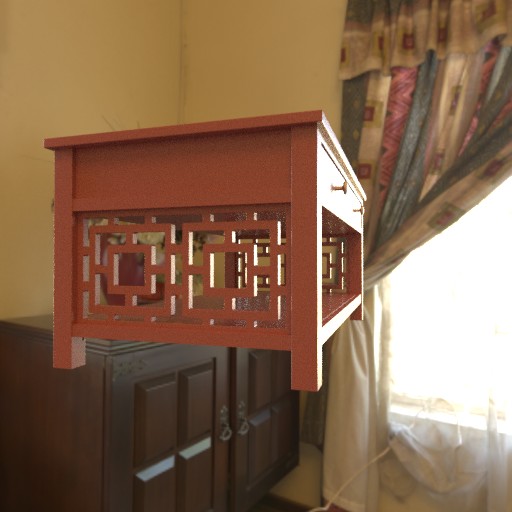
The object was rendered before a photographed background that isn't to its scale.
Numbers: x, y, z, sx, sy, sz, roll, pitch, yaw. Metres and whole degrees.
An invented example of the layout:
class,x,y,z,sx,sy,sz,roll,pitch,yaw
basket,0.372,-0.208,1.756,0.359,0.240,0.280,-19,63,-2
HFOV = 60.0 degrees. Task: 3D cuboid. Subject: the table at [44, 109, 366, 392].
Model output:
class,x,y,z,sx,sy,sz,roll,pitch,yaw
table,0.000,0.000,1.362,0.612,0.493,1.068,0,-1,18
